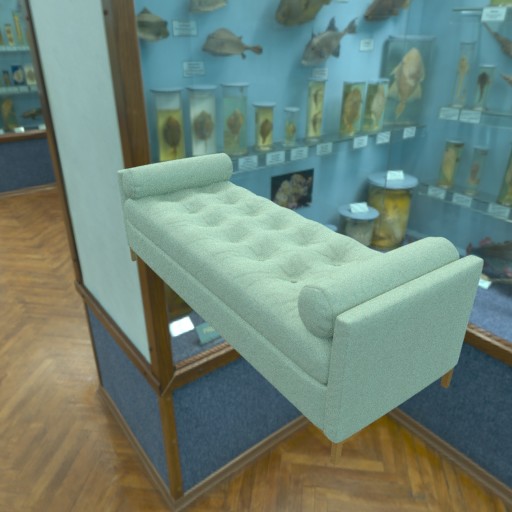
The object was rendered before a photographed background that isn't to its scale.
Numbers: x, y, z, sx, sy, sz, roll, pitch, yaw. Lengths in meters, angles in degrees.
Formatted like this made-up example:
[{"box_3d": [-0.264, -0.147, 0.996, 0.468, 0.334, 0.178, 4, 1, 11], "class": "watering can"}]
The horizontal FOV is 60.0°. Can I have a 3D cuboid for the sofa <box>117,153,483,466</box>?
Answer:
[{"box_3d": [0.000, 0.000, 2.449, 0.796, 0.705, 2.102, -18, 32, -31], "class": "sofa"}]
